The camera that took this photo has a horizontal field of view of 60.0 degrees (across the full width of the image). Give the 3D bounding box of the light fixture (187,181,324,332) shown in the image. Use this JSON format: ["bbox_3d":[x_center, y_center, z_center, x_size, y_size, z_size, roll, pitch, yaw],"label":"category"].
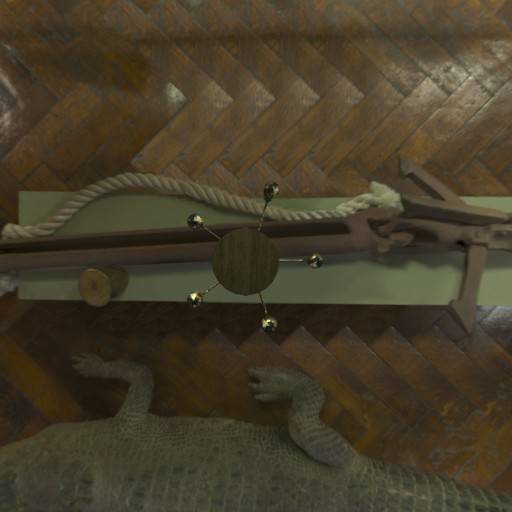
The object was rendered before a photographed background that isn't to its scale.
[{"bbox_3d":[0.000,0.000,1.415,0.532,1.059,0.588,0,90,0],"label":"light fixture"}]
